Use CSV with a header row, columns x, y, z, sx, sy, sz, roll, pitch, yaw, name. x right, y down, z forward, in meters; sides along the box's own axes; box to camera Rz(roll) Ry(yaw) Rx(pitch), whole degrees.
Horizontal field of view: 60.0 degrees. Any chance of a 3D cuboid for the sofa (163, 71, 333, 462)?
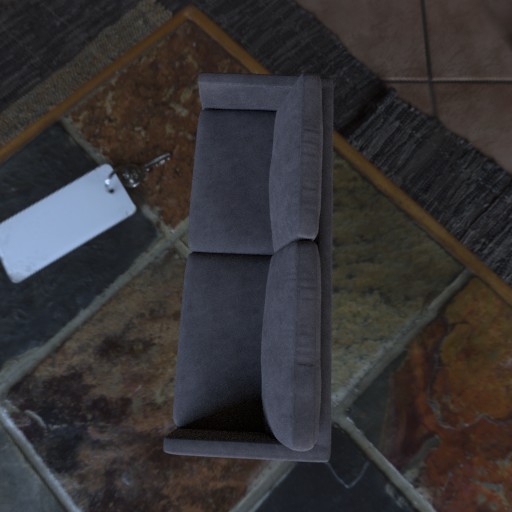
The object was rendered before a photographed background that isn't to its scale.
x,y,z,sx,sy,sz,roll,pitch,yaw,name
0.000,0.000,2.973,0.951,0.965,2.434,3,76,1,sofa
